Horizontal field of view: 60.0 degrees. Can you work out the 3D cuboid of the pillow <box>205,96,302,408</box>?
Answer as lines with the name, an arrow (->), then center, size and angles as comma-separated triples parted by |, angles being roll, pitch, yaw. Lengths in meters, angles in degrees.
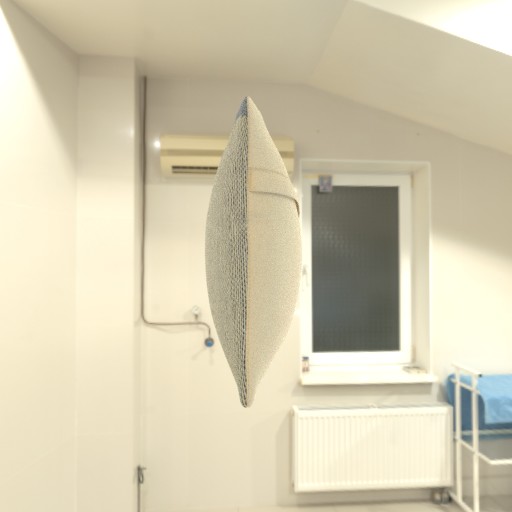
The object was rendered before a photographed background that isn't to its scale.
pillow -> 0.000, 0.000, 0.726 | 0.148, 0.307, 0.604 | 0, -1, 2
